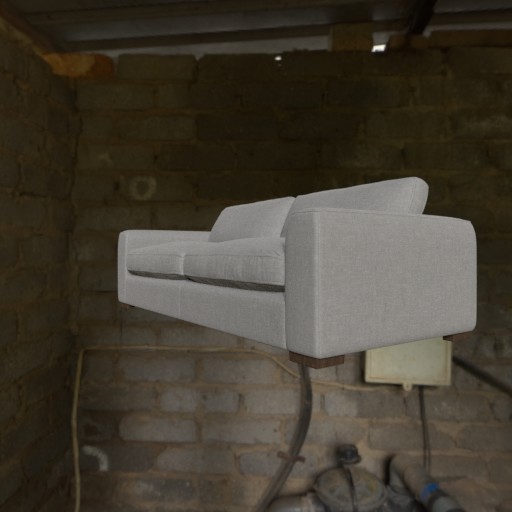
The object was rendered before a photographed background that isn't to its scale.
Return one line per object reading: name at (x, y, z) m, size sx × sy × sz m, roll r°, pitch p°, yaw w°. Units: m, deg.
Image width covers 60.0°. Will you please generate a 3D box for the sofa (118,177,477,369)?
sofa at (0.000, 0.000, 2.765) m, size 1.070 × 0.801 × 2.262 m, roll 0°, pitch 1°, yaw -35°
